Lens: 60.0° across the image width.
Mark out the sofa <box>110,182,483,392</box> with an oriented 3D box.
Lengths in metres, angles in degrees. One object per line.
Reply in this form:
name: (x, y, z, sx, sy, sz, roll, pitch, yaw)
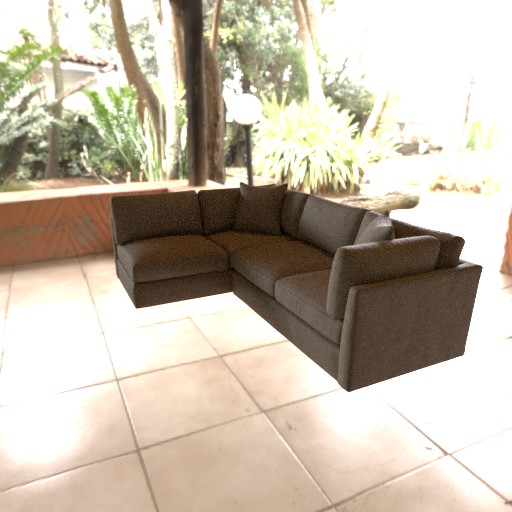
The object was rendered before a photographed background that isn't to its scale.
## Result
sofa: (0.000, 0.000, 3.851, 1.994, 0.978, 2.896, -8, 19, -25)
